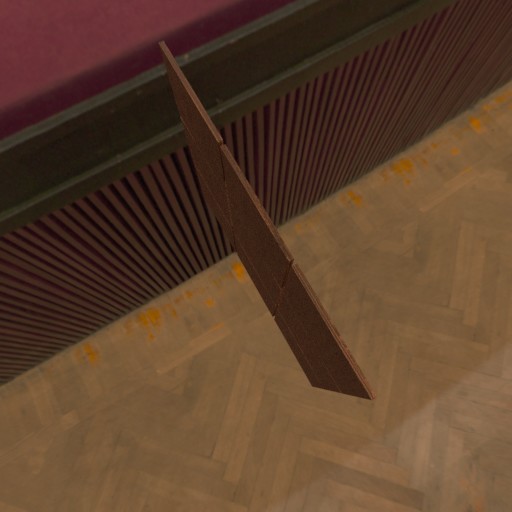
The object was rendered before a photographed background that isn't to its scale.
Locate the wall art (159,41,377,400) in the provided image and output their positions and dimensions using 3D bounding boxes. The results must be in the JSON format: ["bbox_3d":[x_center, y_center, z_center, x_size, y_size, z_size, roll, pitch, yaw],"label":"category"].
[{"bbox_3d":[0.000,0.000,1.379,0.013,0.914,0.915,-28,77,-7],"label":"wall art"}]
